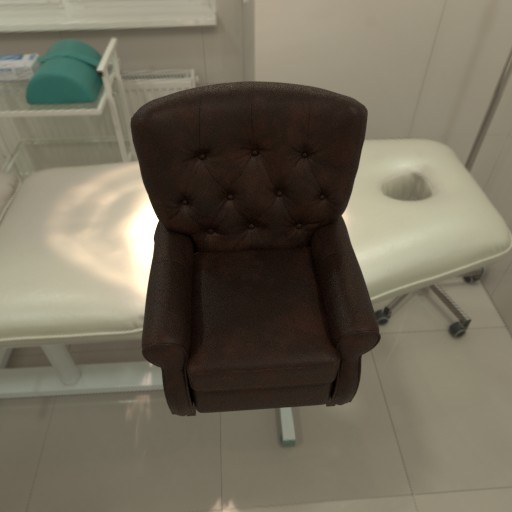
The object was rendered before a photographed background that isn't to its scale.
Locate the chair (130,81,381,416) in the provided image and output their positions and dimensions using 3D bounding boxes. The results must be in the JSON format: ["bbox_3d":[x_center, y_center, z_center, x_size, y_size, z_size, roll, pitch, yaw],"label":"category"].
[{"bbox_3d":[0.000,0.000,1.924,0.948,1.158,1.058,-3,46,-3],"label":"chair"}]
